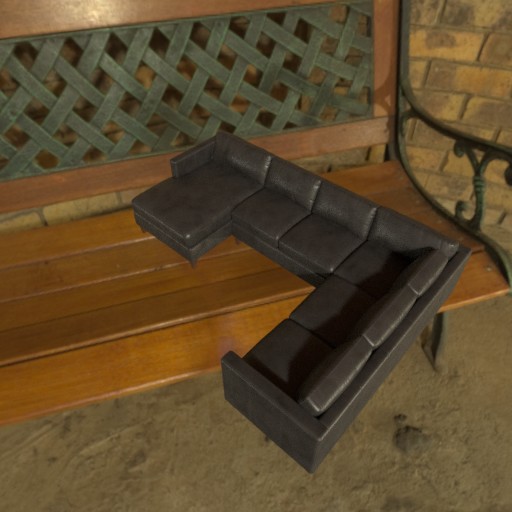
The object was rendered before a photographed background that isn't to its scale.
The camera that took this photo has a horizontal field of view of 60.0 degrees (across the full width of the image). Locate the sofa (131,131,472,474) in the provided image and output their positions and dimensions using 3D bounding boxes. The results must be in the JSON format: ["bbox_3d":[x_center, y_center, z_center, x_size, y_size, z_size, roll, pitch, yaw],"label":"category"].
[{"bbox_3d":[0.000,0.000,4.530,3.324,0.891,2.452,32,53,28],"label":"sofa"}]
